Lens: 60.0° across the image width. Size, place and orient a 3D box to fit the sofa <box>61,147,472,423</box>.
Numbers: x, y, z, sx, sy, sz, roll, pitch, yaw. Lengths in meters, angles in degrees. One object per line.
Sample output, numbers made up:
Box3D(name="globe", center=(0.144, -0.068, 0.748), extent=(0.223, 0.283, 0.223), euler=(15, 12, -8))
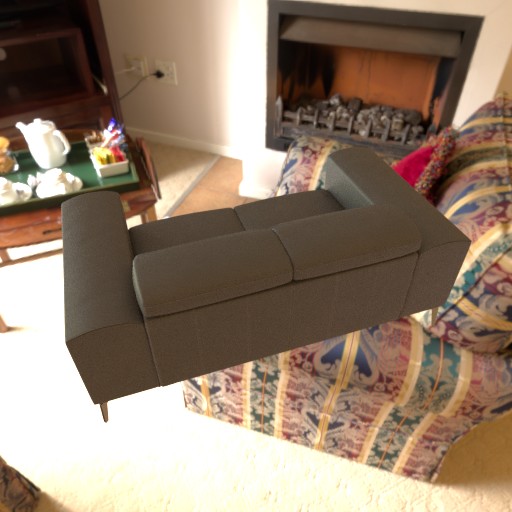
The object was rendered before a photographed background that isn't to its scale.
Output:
Box3D(name="sofa", center=(0.000, 0.000, 2.400), extent=(1.895, 0.779, 1.003), euler=(-13, 43, -14))
